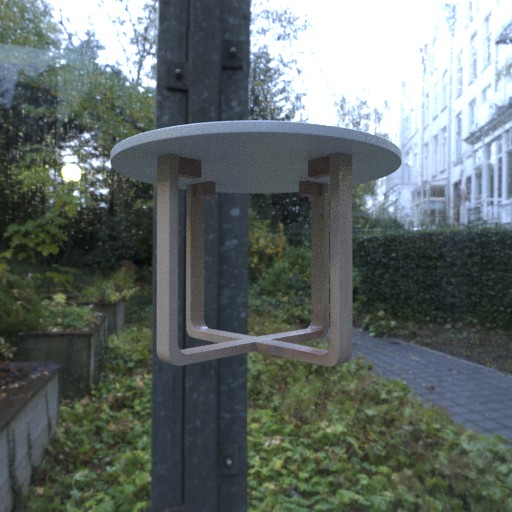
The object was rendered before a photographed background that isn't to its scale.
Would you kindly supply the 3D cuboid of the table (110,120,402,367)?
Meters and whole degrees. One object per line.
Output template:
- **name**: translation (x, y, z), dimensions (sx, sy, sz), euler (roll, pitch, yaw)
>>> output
- **table**: translation (0.000, 0.000, 0.959), dimensions (0.600, 0.400, 0.600), euler (0, -1, 0)
